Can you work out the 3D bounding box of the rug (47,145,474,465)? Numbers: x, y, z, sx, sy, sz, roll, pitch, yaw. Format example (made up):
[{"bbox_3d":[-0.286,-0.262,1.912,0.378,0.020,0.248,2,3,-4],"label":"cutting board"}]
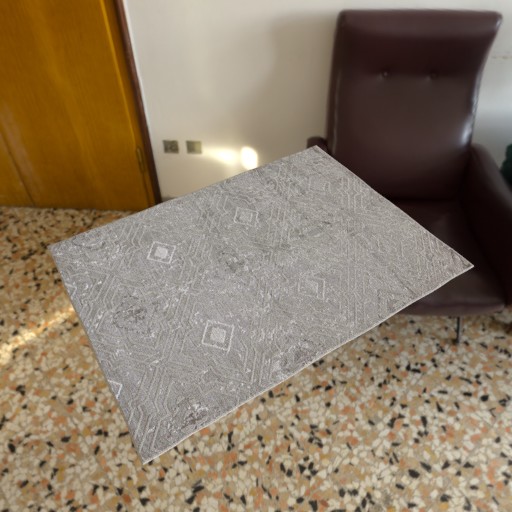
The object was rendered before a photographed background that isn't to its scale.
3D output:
[{"bbox_3d":[0.000,0.000,4.291,3.359,0.020,2.448,-25,51,-22],"label":"rug"}]
